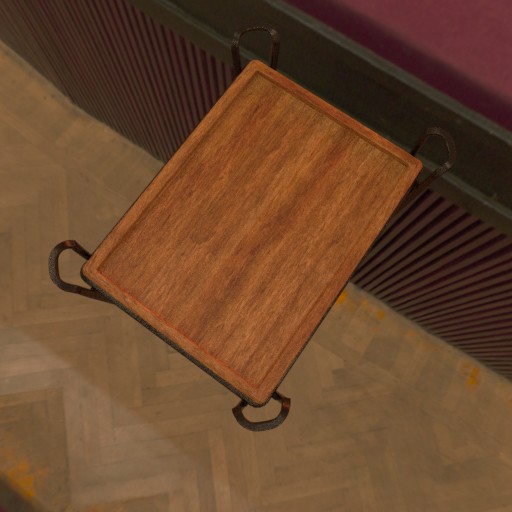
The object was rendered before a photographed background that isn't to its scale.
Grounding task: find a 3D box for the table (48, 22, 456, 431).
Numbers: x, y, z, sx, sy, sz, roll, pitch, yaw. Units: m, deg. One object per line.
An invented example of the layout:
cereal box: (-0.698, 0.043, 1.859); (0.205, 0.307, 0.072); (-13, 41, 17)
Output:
table: (0.000, 0.000, 1.191); (0.505, 0.785, 0.672); (35, 79, 8)
